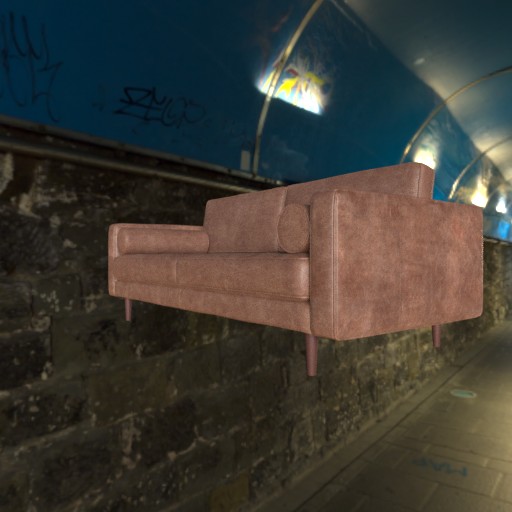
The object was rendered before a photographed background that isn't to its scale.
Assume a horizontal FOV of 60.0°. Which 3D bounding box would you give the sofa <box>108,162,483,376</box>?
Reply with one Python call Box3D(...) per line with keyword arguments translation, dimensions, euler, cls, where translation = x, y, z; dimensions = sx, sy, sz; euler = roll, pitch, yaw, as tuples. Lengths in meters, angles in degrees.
Box3D(translation=(0.000, 0.000, 2.242), dimensions=(0.910, 0.760, 1.870), euler=(0, 0, -38), cls="sofa")
